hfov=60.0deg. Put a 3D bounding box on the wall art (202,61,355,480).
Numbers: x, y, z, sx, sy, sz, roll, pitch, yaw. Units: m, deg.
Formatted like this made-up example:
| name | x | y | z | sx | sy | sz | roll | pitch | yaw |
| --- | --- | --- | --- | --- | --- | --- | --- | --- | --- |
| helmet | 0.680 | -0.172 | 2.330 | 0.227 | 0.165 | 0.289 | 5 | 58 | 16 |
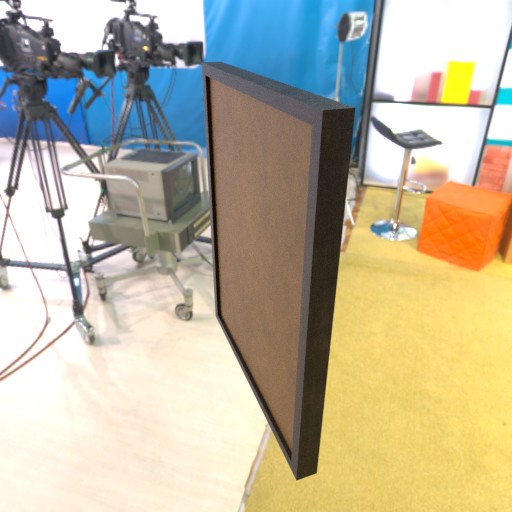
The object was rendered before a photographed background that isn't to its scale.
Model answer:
| name | x | y | z | sx | sy | sz | roll | pitch | yaw |
| --- | --- | --- | --- | --- | --- | --- | --- | --- | --- |
| wall art | 0.000 | 0.000 | 0.541 | 0.027 | 0.406 | 0.329 | -10 | 31 | -18 |
